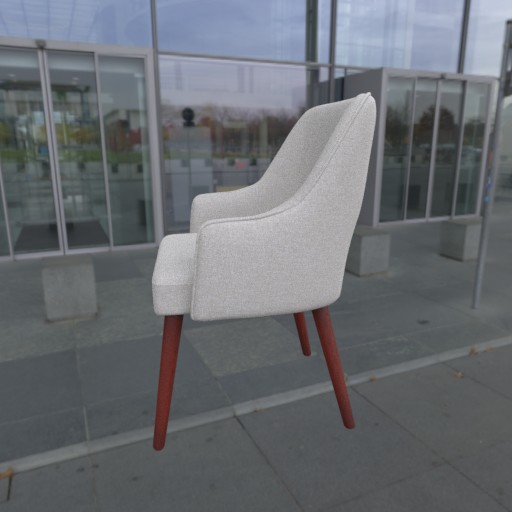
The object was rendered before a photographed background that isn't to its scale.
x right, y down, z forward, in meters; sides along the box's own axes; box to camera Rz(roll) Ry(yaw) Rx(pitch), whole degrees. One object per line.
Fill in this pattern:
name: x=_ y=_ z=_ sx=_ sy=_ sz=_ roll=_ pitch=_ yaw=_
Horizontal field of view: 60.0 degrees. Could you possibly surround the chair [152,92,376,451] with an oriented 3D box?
chair: x=0.000 y=0.000 z=1.231 sx=0.580 sy=0.840 sz=0.560 roll=-2 pitch=14 yaw=-9
